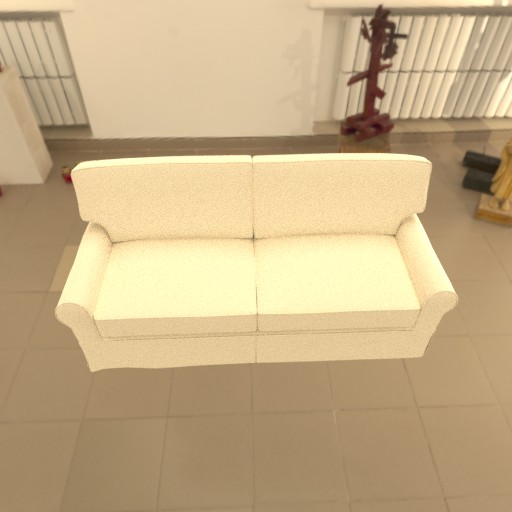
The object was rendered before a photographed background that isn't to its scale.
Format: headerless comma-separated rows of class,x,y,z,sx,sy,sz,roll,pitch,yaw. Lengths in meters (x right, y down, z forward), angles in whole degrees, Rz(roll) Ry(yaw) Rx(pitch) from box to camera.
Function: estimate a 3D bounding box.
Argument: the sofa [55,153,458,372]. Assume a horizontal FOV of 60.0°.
sofa,0.000,0.000,2.510,2.021,0.937,0.862,-2,45,-2
